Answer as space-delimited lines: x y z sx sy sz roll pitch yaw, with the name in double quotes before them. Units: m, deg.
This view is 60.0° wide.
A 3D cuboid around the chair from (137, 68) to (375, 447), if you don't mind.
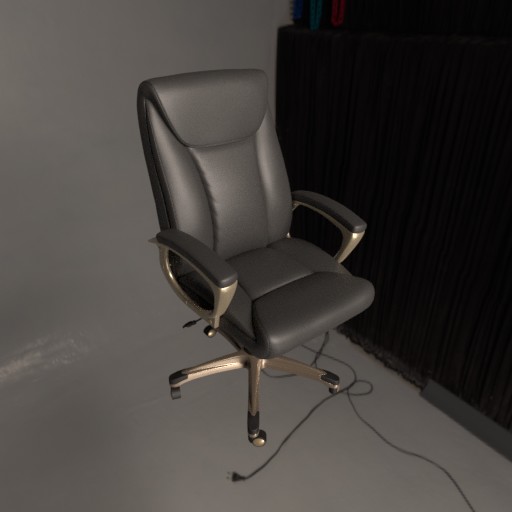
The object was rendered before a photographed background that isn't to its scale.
"chair" 0.000 0.000 1.597 0.694 1.188 0.748 -21 35 -32
